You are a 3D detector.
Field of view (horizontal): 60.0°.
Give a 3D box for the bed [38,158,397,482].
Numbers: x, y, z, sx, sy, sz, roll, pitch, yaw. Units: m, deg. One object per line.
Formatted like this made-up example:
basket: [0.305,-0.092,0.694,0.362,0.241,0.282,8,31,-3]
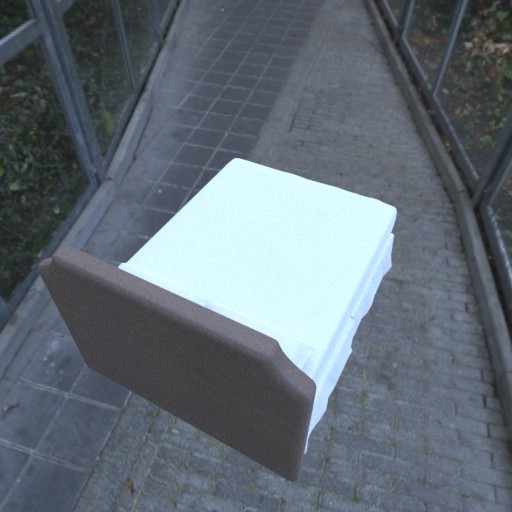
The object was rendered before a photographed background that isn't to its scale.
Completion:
bed: [0.000,0.000,3.166,1.693,1.290,2.116,21,50,19]
